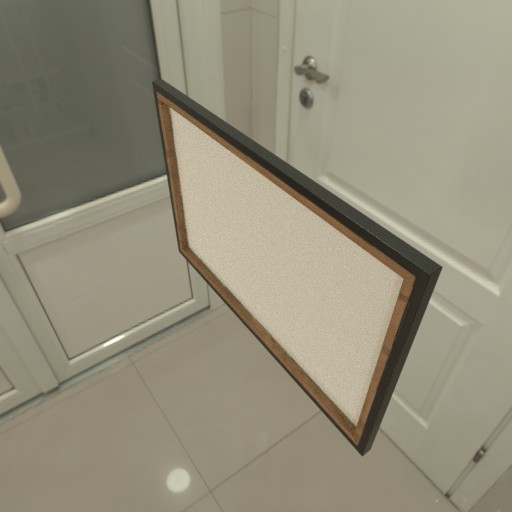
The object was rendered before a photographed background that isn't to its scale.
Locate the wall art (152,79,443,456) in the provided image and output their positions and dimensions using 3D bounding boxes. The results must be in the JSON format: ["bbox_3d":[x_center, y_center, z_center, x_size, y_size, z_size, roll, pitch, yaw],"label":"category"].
[{"bbox_3d":[0.000,0.000,0.821,0.022,0.446,0.659,-26,49,-26],"label":"wall art"}]
